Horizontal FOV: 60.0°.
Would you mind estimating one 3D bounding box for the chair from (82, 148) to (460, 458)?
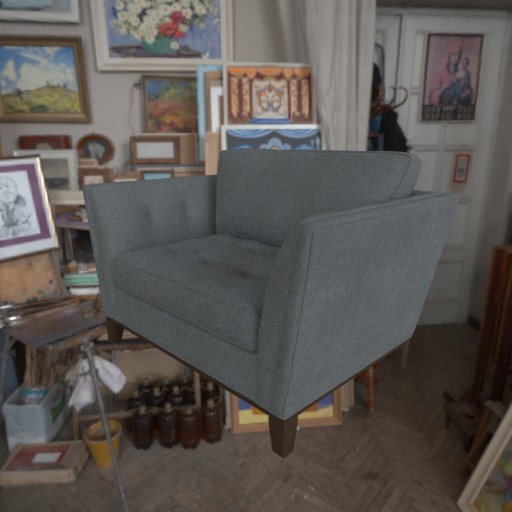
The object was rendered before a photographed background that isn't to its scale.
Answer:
[{"bbox_3d":[0.000,0.000,2.029,0.965,0.942,1.396,-15,21,-43],"label":"chair"}]
